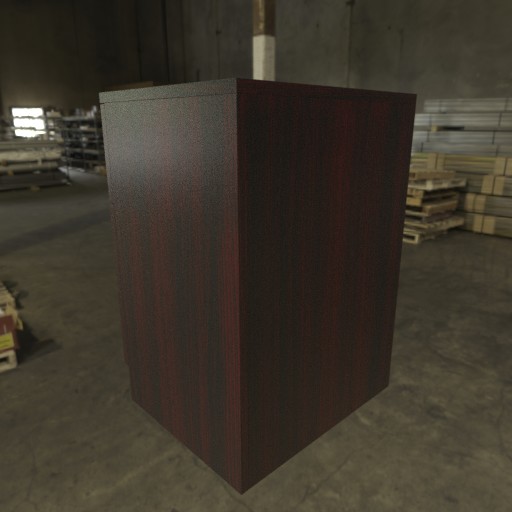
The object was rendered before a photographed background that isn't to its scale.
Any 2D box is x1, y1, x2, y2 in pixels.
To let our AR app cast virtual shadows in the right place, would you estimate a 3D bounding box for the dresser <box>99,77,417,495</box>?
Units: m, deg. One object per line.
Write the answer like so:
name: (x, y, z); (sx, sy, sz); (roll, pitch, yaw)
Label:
dresser: (0.000, 0.000, 0.813); (0.400, 0.560, 0.360); (-15, 22, -41)
